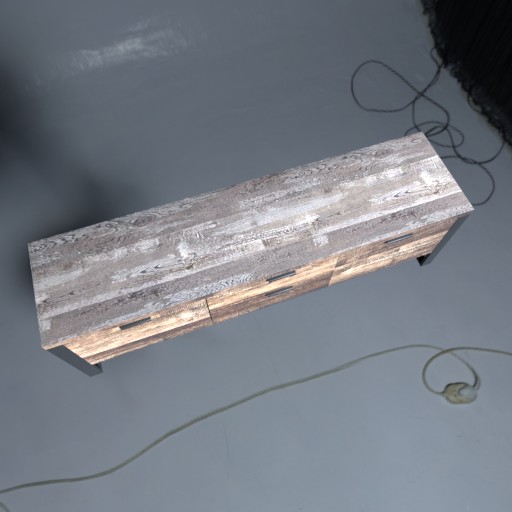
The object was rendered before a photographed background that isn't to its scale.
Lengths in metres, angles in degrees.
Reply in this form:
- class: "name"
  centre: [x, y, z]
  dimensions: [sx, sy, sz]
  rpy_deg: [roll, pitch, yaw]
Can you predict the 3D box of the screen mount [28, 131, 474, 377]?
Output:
- class: "screen mount"
  centre: [0.000, 0.000, 1.754]
  dimensions: [1.524, 0.450, 0.395]
  rpy_deg: [-17, 65, -8]
